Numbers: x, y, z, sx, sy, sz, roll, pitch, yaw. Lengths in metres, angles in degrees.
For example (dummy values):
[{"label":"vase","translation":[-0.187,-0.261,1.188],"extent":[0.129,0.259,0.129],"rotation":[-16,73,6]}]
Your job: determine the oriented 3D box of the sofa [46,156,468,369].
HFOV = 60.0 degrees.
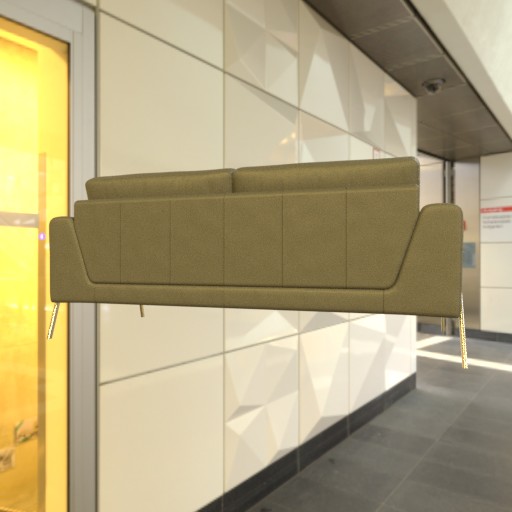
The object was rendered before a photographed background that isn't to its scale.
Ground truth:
[{"label":"sofa","translation":[0.000,0.000,2.463],"extent":[2.017,0.875,0.953],"rotation":[0,0,18]}]
